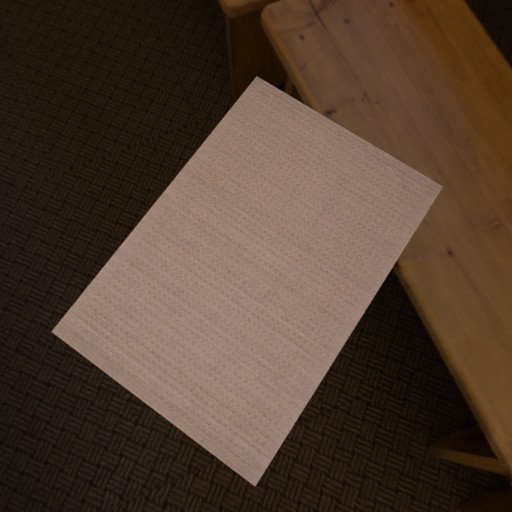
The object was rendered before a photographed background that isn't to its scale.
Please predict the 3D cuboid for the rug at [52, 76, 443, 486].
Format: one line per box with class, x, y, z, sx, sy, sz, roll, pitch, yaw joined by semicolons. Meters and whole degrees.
rug;0.000;0.000;3.716;1.981;0.006;2.895;34;77;9
